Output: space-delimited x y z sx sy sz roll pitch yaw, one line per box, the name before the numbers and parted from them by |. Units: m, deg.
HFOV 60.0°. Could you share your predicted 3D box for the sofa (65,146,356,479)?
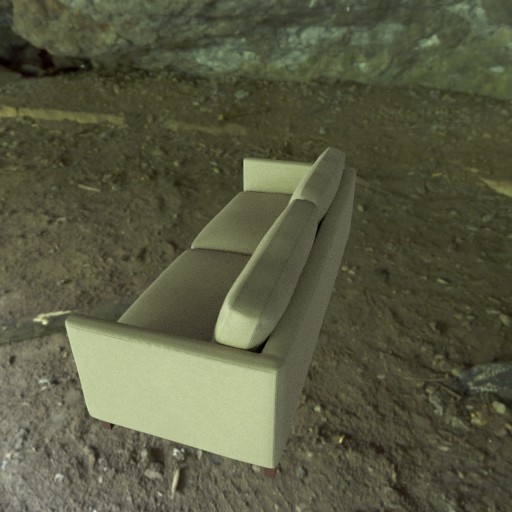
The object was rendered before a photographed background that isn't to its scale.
sofa | 0.000 0.000 2.834 0.988 0.912 2.404 9 31 15
